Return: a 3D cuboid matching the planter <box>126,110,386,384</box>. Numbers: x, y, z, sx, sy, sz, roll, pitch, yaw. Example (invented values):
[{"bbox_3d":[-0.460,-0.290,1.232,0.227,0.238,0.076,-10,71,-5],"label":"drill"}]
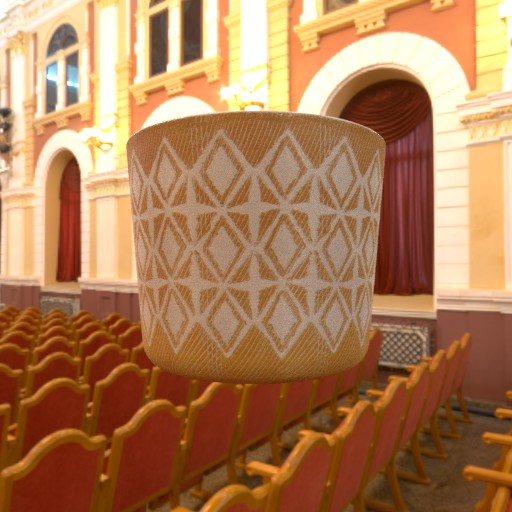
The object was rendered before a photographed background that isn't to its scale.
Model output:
[{"bbox_3d":[0.000,0.000,0.224,0.126,0.104,0.126,0,-1,0],"label":"planter"}]
